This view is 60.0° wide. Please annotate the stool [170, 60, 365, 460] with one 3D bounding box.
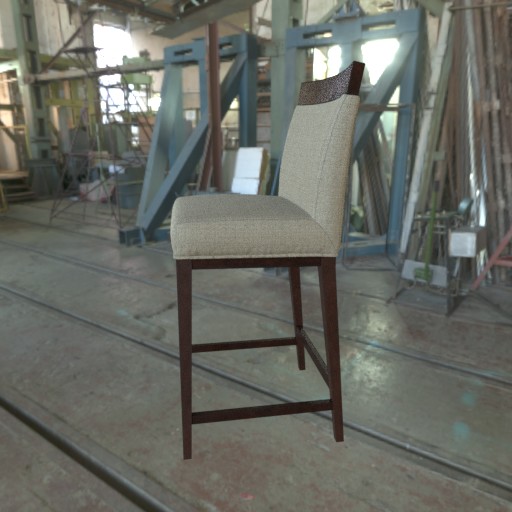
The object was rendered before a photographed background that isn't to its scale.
[{"bbox_3d":[0.000,0.000,1.309,0.480,1.011,0.463,-3,16,-9],"label":"stool"}]
